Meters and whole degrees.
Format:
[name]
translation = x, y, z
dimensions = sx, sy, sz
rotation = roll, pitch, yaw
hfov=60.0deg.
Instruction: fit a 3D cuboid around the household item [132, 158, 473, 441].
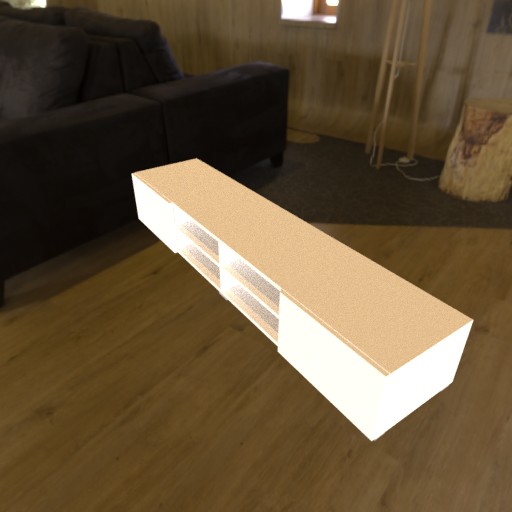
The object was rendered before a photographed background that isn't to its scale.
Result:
[household item]
translation = 0.000, 0.000, 2.056
dimensions = 0.420, 0.310, 1.850
rotation = -21, 38, -29
